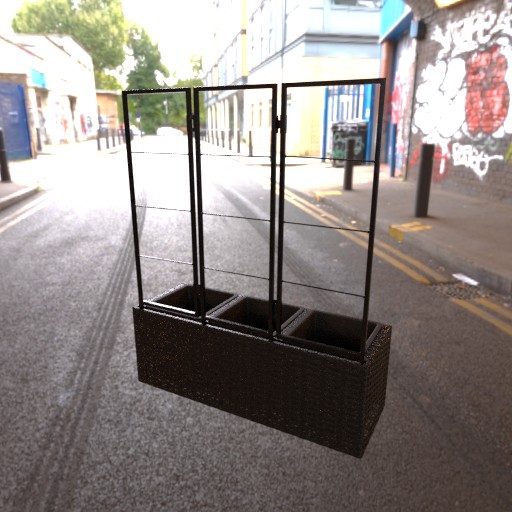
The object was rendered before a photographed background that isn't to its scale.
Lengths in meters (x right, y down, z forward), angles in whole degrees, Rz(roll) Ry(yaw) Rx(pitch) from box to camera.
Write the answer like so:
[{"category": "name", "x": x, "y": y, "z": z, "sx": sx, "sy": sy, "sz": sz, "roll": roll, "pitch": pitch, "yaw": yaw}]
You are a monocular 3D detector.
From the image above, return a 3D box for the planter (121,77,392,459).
[{"category": "planter", "x": 0.000, "y": 0.000, "z": 1.187, "sx": 0.698, "sy": 0.841, "sz": 0.244, "roll": 9, "pitch": 18, "yaw": 27}]
